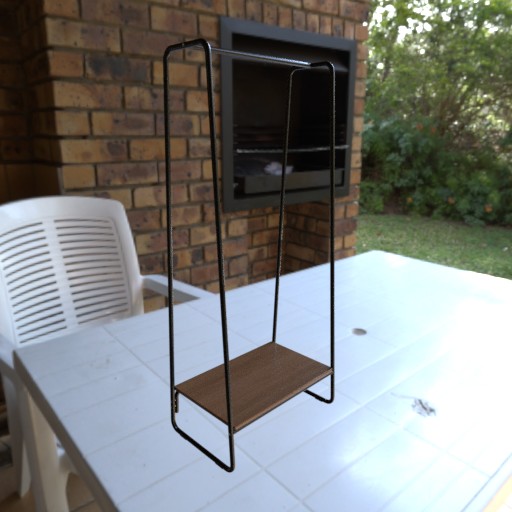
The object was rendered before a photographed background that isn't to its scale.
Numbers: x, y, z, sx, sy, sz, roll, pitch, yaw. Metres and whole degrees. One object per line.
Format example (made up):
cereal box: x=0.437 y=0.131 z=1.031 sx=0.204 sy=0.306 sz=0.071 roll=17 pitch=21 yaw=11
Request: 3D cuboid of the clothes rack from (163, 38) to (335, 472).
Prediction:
clothes rack: x=0.000 y=0.000 z=1.786 sx=0.640 sy=1.500 sz=0.400 roll=-15 pitch=21 yaw=-43
